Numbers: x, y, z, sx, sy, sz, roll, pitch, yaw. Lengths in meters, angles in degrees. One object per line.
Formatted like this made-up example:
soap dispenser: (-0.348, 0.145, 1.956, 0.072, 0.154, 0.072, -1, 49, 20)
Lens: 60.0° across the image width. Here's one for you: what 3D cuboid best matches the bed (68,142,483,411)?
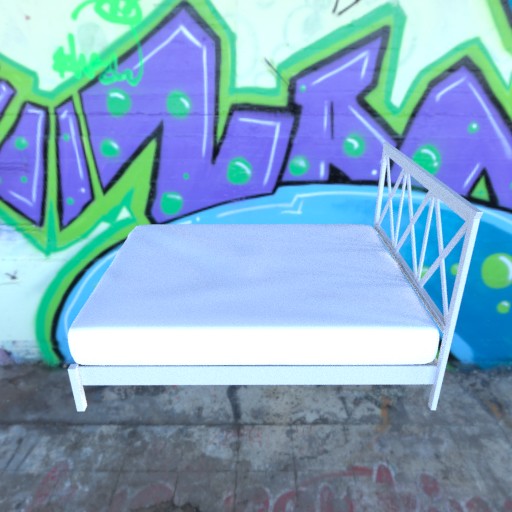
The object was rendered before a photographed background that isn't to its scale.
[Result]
bed: (0.000, 0.000, 3.107, 2.135, 1.253, 1.673, 0, 26, 0)
